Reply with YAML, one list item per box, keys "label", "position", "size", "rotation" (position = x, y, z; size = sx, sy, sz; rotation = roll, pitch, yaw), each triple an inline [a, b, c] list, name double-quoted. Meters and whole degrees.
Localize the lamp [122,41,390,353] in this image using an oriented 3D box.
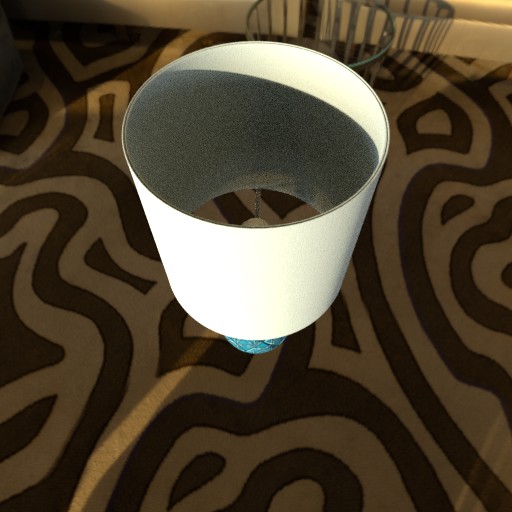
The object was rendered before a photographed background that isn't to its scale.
- label: "lamp"
  position: [0.000, 0.000, 0.483]
  size: [0.193, 0.377, 0.193]
  rotation: [2, 59, 1]
